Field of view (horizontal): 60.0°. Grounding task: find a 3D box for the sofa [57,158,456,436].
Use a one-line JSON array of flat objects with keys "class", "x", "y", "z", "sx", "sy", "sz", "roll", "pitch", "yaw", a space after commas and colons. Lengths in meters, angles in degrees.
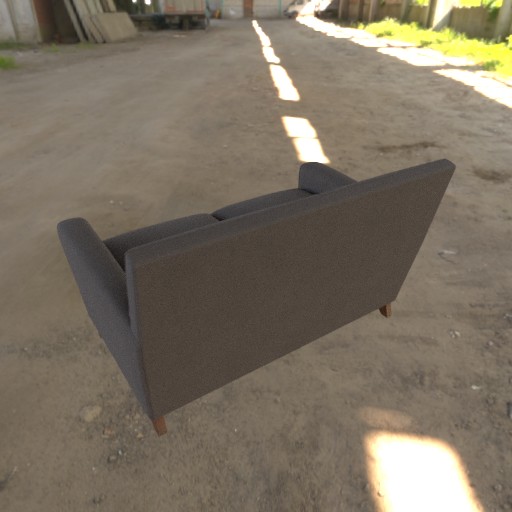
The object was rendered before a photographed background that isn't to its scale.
[{"class": "sofa", "x": 0.000, "y": 0.000, "z": 1.951, "sx": 1.420, "sy": 0.846, "sz": 0.871, "roll": -19, "pitch": 35, "yaw": -29}]
